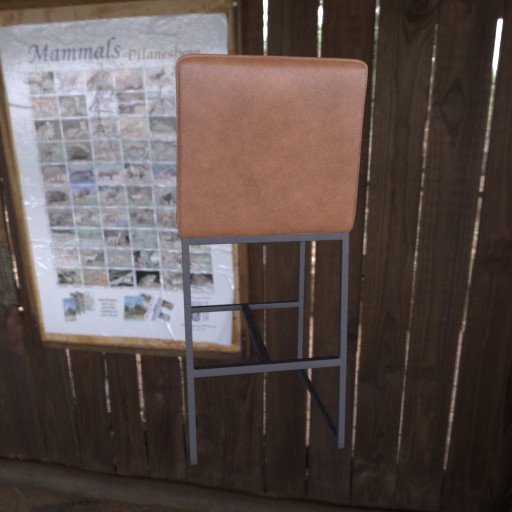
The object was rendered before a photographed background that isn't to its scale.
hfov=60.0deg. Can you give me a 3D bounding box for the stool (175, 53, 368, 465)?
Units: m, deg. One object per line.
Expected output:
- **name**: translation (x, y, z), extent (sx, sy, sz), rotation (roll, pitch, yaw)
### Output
- **stool**: translation (0.000, 0.000, 1.339), extent (0.458, 1.040, 0.556), rotation (-2, 14, -9)
